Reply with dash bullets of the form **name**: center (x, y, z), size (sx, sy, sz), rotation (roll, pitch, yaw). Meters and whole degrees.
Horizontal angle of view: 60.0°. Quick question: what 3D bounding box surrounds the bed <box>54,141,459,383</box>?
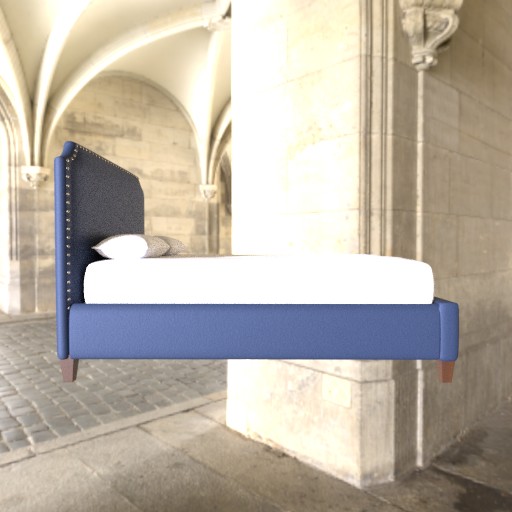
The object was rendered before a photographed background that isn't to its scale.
- **bed**: center (0.000, 0.000, 3.397), size (2.372, 1.443, 1.712), rotation (0, 2, 0)
